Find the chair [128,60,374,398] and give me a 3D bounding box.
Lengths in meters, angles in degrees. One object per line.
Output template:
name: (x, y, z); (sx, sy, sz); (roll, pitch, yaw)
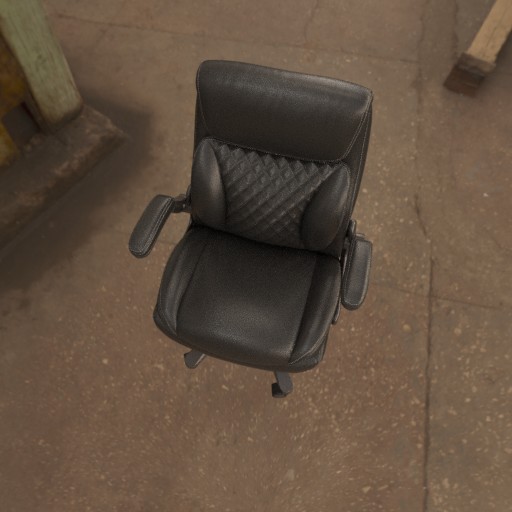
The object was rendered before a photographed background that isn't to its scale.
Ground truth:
chair: (0.000, 0.000, 1.623); (0.782, 1.110, 0.724); (13, 60, 8)
